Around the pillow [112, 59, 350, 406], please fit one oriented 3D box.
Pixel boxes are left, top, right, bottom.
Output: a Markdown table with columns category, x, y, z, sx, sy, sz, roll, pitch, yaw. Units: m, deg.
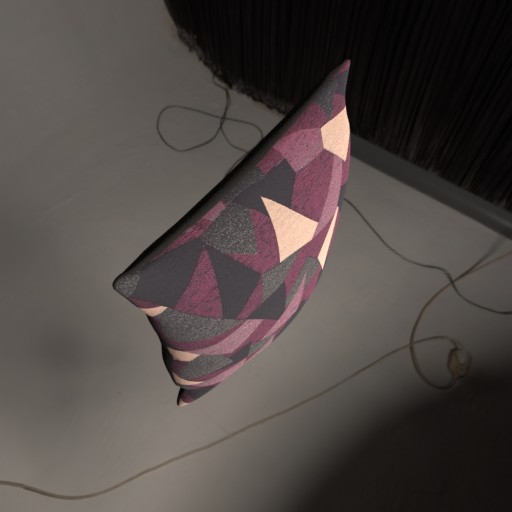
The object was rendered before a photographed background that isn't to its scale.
| category | x | y | z | sx | sy | sz | roll | pitch | yaw |
| --- | --- | --- | --- | --- | --- | --- | --- | --- | --- |
| pillow | 0.000 | 0.000 | 0.771 | 0.208 | 0.496 | 0.503 | 32 | 64 | 18 |
